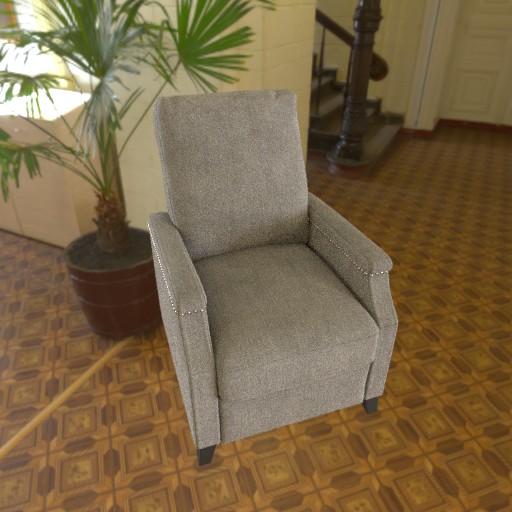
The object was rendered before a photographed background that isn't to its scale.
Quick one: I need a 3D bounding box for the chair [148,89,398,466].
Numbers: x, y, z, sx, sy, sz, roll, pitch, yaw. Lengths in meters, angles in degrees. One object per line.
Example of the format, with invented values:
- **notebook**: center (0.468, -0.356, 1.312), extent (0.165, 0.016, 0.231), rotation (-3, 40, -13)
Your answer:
- **chair**: center (0.000, 0.000, 1.649), extent (0.710, 1.049, 0.922), rotation (-10, 33, -16)
